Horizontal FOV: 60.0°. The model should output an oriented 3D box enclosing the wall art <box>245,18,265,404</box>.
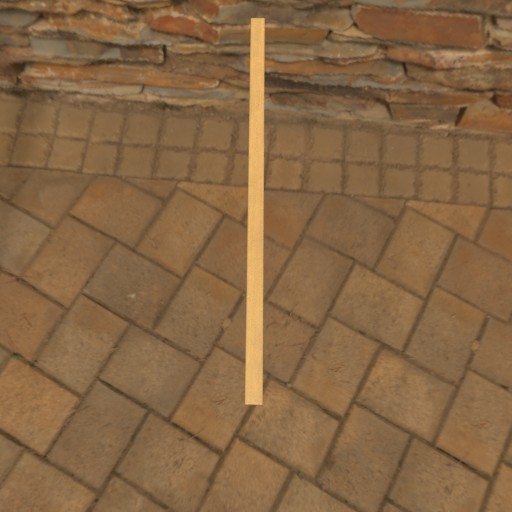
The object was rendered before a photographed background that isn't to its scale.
[{"bbox_3d":[0.000,0.000,1.341,0.030,1.002,0.798,1,75,0],"label":"wall art"}]
